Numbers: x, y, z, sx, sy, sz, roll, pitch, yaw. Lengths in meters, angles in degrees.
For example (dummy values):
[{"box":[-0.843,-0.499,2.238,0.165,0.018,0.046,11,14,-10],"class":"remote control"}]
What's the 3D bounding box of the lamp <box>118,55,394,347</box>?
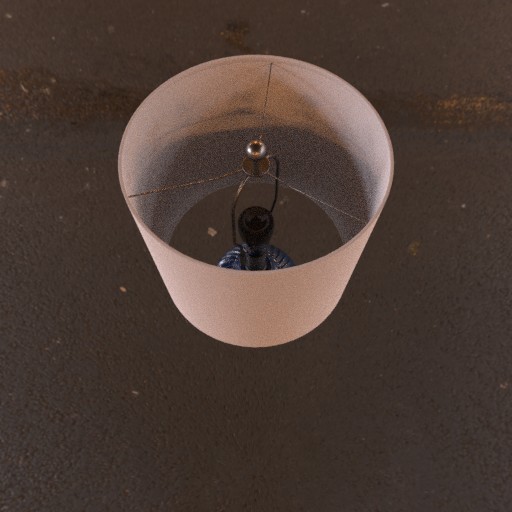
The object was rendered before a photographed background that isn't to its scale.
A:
[{"box":[0.000,0.000,0.489,0.203,0.368,0.203,35,69,16],"class":"lamp"}]
